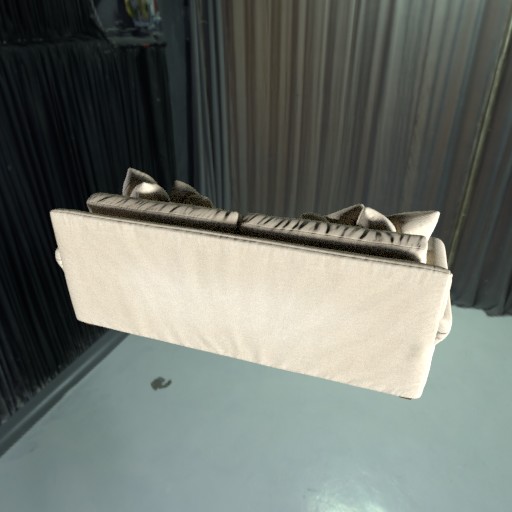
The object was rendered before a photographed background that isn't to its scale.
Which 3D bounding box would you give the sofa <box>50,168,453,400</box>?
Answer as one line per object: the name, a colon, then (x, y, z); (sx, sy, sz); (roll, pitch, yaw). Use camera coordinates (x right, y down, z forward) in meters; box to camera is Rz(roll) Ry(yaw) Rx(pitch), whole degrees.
sofa: (0.000, 0.000, 2.840); (2.285, 0.904, 1.067); (9, 31, 16)
